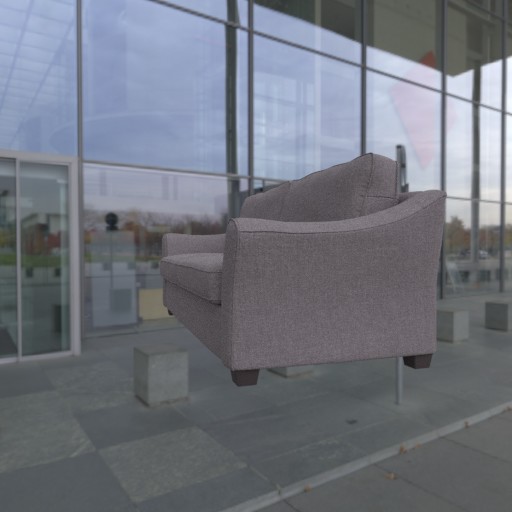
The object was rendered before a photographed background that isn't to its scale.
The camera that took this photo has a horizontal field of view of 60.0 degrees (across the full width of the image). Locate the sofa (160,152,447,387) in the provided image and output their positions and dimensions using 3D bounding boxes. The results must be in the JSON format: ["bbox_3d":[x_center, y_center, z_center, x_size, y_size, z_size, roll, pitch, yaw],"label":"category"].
[{"bbox_3d":[0.000,0.000,2.781,1.013,0.976,2.203,0,1,-19],"label":"sofa"}]
